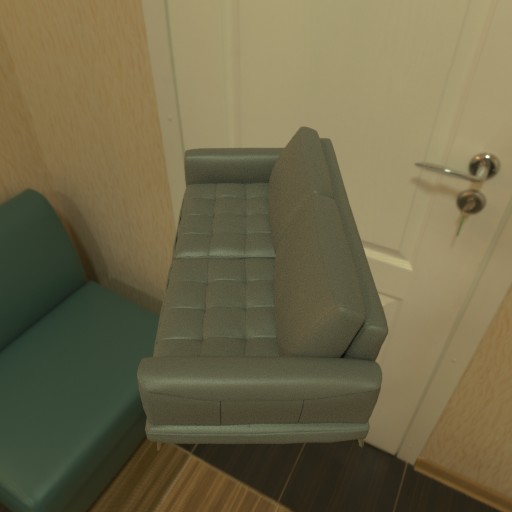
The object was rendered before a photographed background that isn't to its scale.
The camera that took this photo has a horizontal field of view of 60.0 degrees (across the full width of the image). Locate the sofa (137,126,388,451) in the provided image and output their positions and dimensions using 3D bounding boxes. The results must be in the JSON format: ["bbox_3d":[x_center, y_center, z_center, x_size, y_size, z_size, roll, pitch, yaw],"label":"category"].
[{"bbox_3d":[0.000,0.000,2.759,1.121,0.930,2.177,-1,41,-1],"label":"sofa"}]
